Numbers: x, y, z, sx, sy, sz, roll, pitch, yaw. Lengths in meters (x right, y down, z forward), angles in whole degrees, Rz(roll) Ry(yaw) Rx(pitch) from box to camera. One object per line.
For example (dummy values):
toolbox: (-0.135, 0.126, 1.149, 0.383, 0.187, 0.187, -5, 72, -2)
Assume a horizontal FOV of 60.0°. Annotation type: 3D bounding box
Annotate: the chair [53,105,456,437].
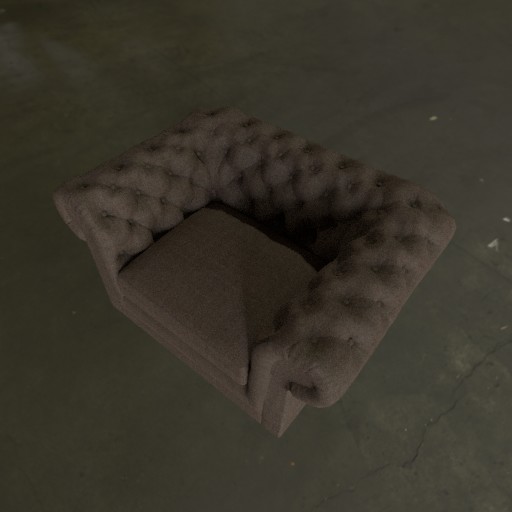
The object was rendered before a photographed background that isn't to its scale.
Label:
chair: (0.000, 0.000, 1.878, 1.298, 0.780, 0.945, 31, 54, 26)
